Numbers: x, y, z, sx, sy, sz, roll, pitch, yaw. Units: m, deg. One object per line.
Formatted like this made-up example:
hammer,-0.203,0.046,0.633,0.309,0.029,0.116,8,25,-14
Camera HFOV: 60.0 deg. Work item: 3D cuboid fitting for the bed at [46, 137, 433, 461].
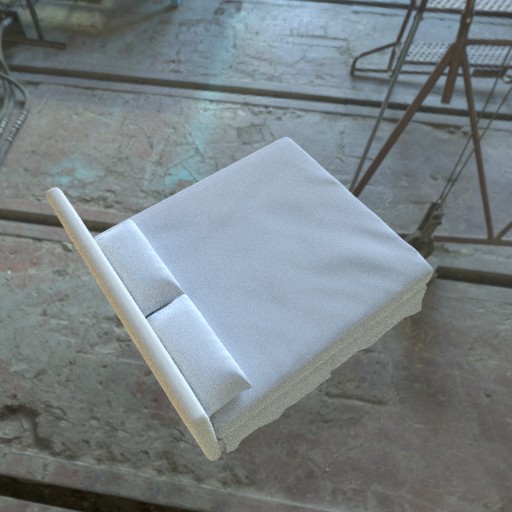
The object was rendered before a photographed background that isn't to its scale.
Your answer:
bed,0.000,0.000,3.671,2.341,1.317,2.119,-32,63,-18
